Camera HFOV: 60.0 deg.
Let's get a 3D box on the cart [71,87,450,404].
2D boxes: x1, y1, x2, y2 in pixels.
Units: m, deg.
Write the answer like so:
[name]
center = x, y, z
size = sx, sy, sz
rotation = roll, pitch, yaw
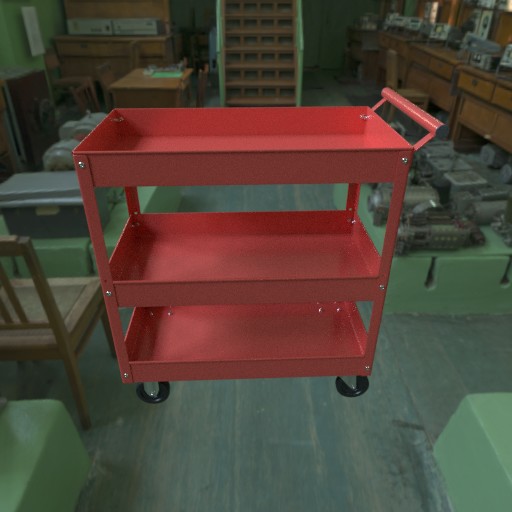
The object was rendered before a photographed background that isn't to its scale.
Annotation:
[cart]
center = 0.000, 0.000, 1.178
size = 0.719, 0.780, 0.366
rotation = -1, 31, -2
